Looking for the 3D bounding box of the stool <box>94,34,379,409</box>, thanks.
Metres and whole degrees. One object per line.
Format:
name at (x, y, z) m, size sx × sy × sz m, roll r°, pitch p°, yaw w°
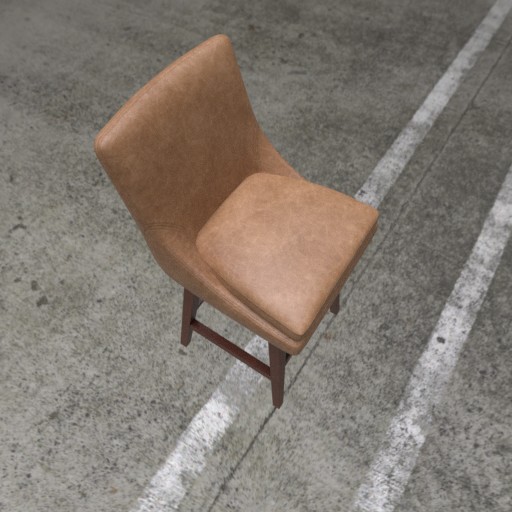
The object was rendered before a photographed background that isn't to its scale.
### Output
stool at (0.000, 0.000, 1.386) m, size 0.572 × 1.079 × 0.487 m, roll 29°, pitch 63°, yaw 16°
